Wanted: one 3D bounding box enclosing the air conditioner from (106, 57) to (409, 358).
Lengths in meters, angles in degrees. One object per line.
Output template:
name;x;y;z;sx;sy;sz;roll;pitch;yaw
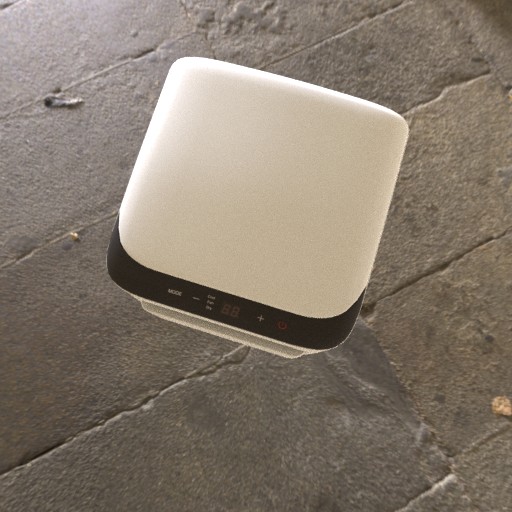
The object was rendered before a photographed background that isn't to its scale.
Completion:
air conditioner;0.000;0.000;0.926;0.352;0.716;0.369;17;77;4
